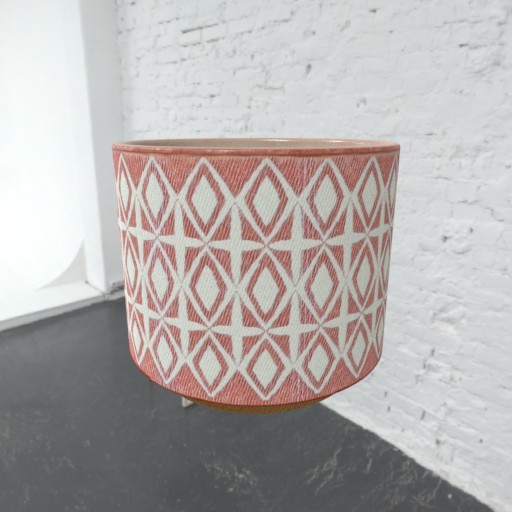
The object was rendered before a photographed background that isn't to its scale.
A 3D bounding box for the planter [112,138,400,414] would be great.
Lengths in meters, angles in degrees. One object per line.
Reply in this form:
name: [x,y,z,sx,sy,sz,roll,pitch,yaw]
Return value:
planter: [0.000,0.000,0.472,0.273,0.237,0.273,0,16,0]
